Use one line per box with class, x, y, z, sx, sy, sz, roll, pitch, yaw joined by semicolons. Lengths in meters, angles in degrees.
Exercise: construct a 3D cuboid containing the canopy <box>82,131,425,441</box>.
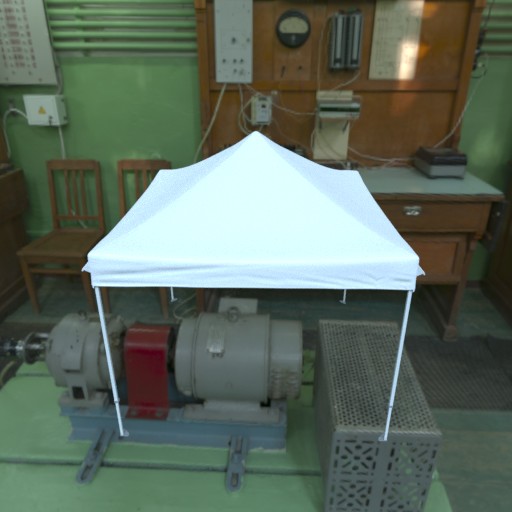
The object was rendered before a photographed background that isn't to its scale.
canopy;0.000;0.000;5.451;2.994;2.998;2.996;1;25;1
